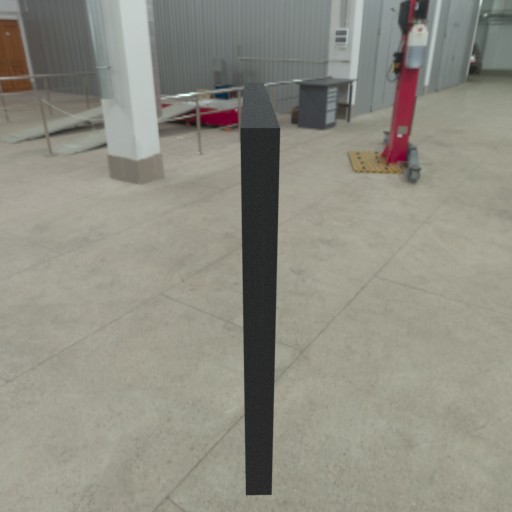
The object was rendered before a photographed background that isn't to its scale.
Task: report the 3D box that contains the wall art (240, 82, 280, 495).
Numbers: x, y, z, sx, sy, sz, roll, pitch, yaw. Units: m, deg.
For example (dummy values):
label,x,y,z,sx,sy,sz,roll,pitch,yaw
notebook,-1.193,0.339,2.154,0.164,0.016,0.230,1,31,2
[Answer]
label,x,y,z,sx,sy,sz,roll,pitch,yaw
wall art,0.000,0.000,0.747,0.037,0.507,0.509,0,26,-1
